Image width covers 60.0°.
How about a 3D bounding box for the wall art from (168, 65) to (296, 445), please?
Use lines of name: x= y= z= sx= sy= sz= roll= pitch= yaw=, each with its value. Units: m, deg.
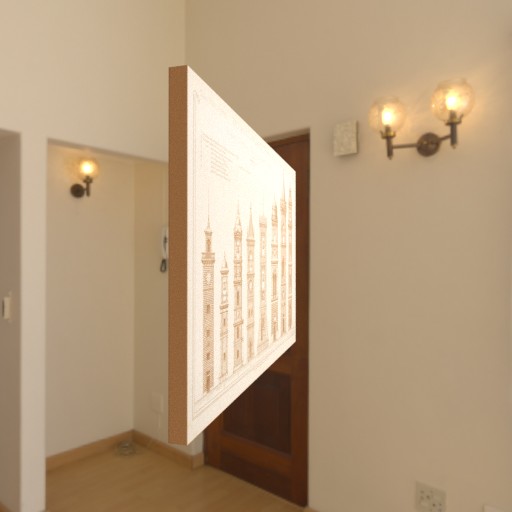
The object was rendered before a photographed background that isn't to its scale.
wall art: x=0.000 y=0.000 z=1.153 sx=0.033 sy=0.608 sz=0.915 roll=0 pitch=0 yaw=16
